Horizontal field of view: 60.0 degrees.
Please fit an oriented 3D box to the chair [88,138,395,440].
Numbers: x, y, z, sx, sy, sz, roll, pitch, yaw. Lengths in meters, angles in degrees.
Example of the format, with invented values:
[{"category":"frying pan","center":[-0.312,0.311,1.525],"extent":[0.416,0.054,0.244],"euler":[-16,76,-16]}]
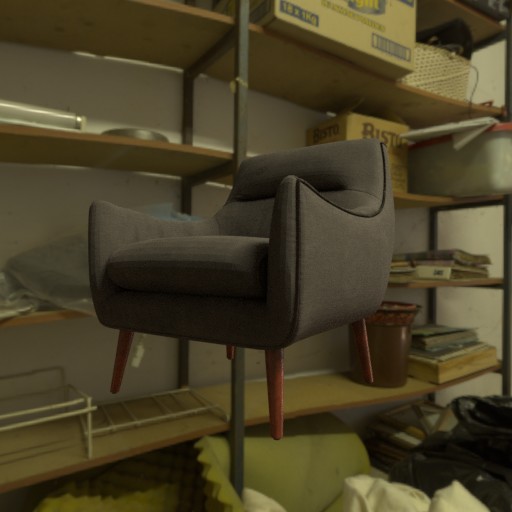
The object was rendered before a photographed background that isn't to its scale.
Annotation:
[{"category":"chair","center":[0.000,0.000,1.448],"extent":[0.762,0.838,0.787],"euler":[0,0,36]}]
